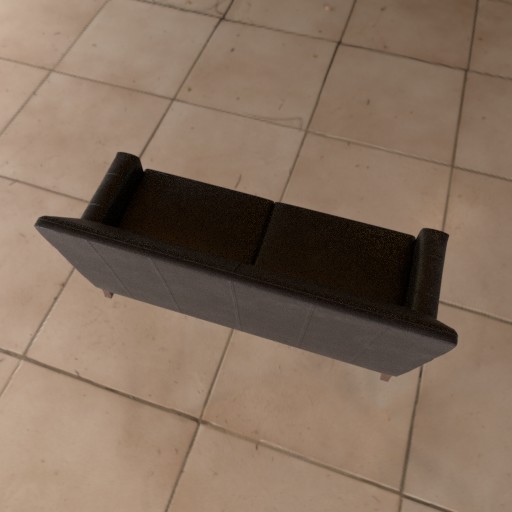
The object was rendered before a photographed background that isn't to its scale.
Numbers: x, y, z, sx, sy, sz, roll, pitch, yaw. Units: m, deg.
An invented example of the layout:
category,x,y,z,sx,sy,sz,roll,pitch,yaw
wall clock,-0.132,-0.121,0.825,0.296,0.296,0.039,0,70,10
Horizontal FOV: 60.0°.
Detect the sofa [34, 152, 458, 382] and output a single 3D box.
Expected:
category,x,y,z,sx,sy,sz,roll,pitch,yaw
sofa,0.000,0.000,2.598,2.053,0.947,0.805,15,63,8
